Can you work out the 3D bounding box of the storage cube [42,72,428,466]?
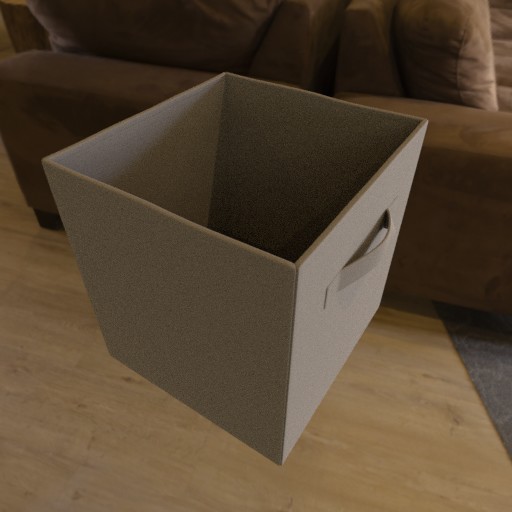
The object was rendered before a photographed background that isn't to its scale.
[{"bbox_3d":[0.000,0.000,0.496,0.270,0.280,0.270,23,46,25],"label":"storage cube"}]
